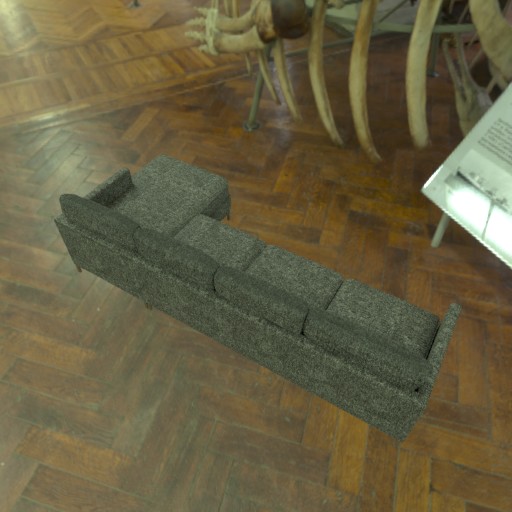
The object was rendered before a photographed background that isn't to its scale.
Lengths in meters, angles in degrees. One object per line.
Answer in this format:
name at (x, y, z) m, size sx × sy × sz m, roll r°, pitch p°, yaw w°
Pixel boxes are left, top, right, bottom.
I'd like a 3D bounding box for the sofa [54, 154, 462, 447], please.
sofa at (0.000, 0.000, 3.965) m, size 3.384 × 0.970 × 1.488 m, roll 24°, pitch 52°, yaw 20°
